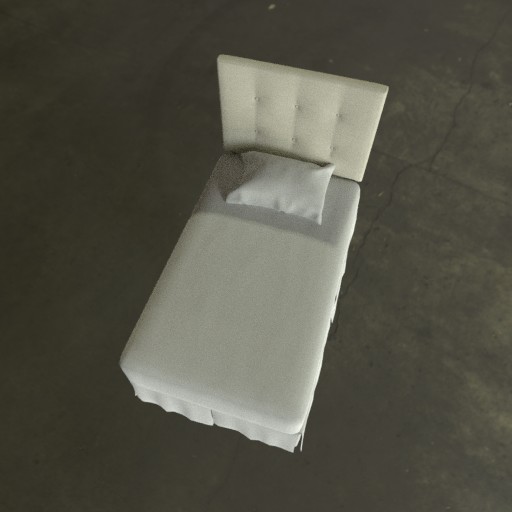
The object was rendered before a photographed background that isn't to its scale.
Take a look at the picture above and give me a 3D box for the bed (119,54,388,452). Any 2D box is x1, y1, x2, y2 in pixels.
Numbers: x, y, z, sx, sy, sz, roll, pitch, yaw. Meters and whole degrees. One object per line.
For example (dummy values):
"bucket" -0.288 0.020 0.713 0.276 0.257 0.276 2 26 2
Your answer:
"bed" 0.000 0.000 3.009 1.261 1.571 1.997 15 58 9
